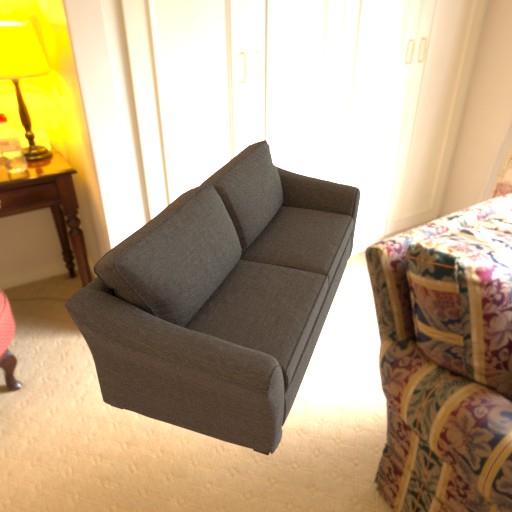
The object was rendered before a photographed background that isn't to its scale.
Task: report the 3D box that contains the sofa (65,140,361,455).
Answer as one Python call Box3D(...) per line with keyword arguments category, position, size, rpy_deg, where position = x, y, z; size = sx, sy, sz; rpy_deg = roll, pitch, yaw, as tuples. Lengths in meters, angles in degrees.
Box3D(category="sofa", position=(0.000, 0.000, 2.815), size=(0.971, 0.950, 2.270), rpy_deg=(11, 32, 18))
